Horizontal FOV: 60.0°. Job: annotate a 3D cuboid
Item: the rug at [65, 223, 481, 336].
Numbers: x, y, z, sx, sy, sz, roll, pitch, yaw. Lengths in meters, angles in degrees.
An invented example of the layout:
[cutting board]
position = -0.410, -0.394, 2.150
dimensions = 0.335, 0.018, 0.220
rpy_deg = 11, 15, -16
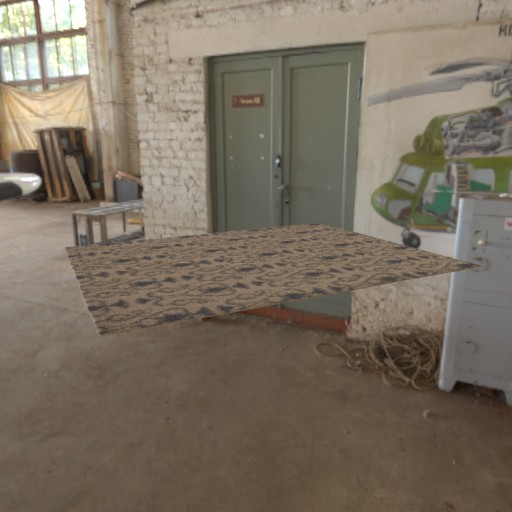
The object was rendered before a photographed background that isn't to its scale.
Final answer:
[rug]
position = 0.000, 0.000, 4.219
dimensions = 3.205, 0.015, 2.437
rpy_deg = -7, 16, -26
